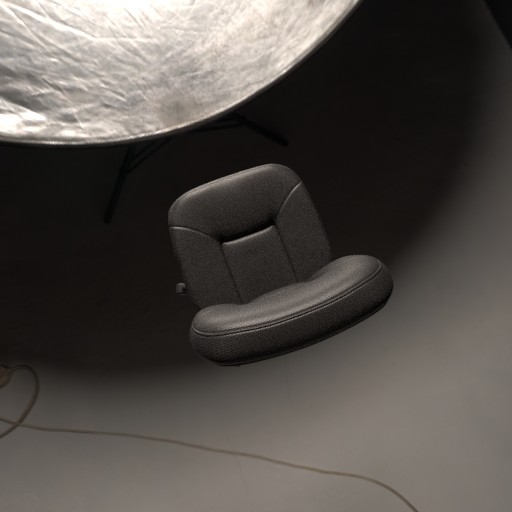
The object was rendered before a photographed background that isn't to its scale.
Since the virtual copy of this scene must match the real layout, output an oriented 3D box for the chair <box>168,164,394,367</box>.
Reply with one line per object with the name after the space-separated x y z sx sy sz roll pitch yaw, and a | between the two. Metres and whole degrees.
0.000 0.000 1.405 0.647 0.959 0.646 -20 76 -5 | chair
